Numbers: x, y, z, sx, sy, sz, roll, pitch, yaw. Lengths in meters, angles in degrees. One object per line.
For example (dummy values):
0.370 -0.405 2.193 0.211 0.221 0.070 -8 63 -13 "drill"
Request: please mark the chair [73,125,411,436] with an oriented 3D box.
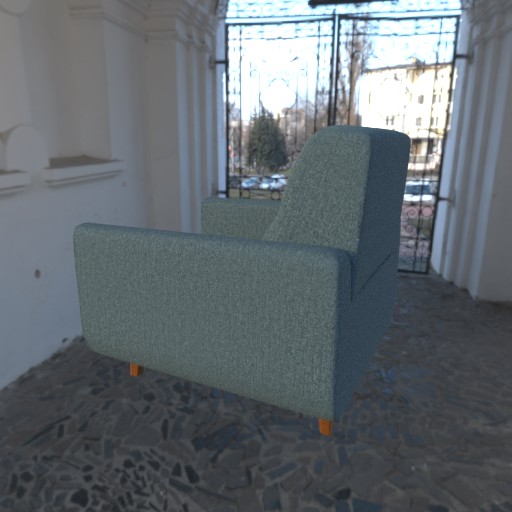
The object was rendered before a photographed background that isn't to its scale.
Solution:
0.000 0.000 1.674 0.964 0.940 0.880 8 17 26 "chair"
